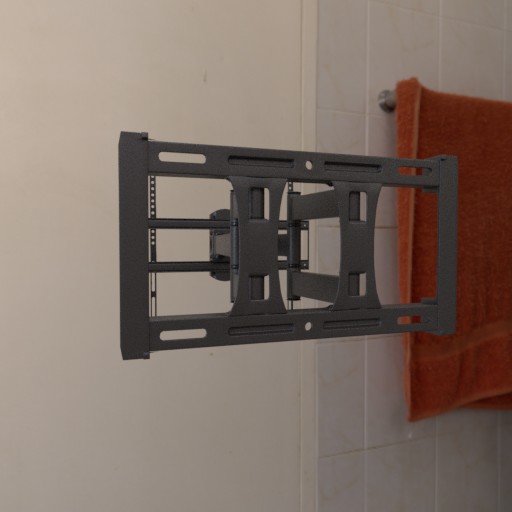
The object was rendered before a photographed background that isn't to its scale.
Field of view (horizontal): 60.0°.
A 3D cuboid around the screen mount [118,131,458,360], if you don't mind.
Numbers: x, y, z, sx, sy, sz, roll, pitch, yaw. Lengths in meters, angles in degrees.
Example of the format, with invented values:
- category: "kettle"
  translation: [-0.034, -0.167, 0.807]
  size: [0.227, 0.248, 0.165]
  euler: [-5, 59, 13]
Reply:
- category: "screen mount"
  translation: [0.000, 0.000, 0.954]
  size: [0.571, 0.424, 0.556]
  euler: [-1, 2, -18]
